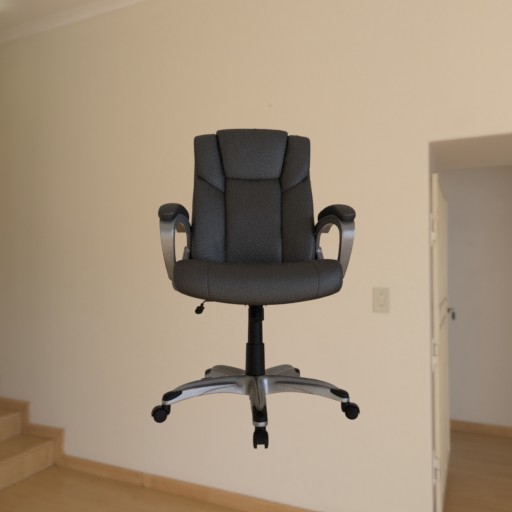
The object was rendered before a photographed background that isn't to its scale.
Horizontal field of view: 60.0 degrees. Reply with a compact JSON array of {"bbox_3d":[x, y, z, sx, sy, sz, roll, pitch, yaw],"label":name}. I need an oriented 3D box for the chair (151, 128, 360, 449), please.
[{"bbox_3d":[0.000,0.000,1.629,0.721,1.130,0.719,0,-2,-1],"label":"chair"}]
